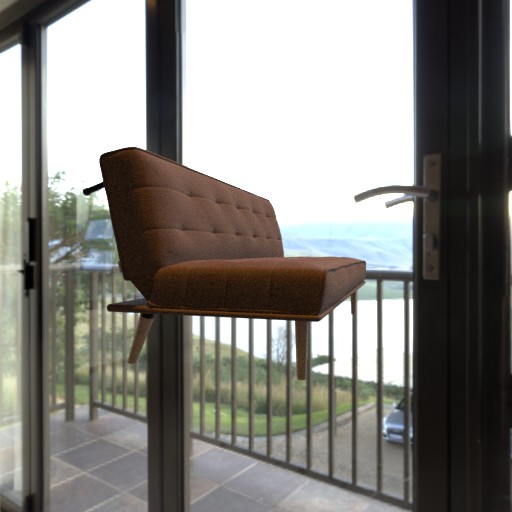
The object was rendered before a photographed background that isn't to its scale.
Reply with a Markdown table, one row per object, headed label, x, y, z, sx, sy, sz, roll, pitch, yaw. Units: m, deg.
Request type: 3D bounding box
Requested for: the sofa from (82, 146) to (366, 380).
| label | x | y | z | sx | sy | sz | roll | pitch | yaw |
| --- | --- | --- | --- | --- | --- | --- | --- | --- | --- |
| sofa | 0.000 | 0.000 | 2.375 | 1.038 | 0.810 | 1.820 | 0 | 0 | 18 |
